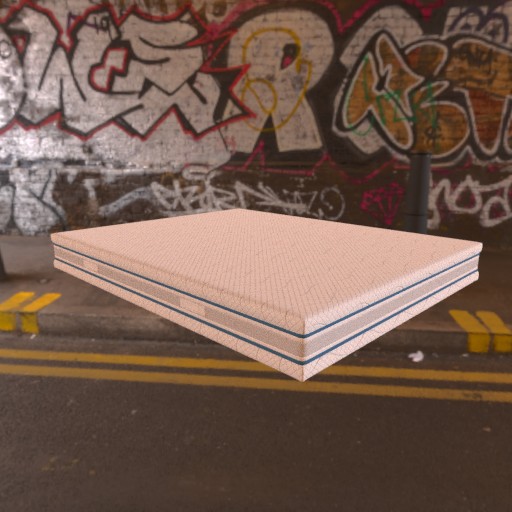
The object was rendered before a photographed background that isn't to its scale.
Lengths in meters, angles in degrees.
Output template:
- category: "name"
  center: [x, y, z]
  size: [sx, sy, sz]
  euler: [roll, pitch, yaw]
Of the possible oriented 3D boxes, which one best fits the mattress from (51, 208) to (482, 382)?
- category: "mattress"
  center: [0.000, 0.000, 2.637]
  size: [2.000, 0.230, 1.600]
  euler: [13, 19, 43]
